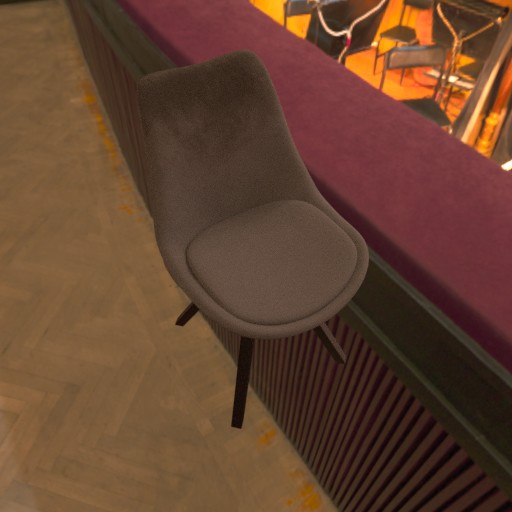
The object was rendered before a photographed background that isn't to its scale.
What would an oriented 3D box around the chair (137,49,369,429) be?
[{"bbox_3d":[0.000,0.000,1.184,0.476,0.850,0.550,-25,52,-21],"label":"chair"}]
